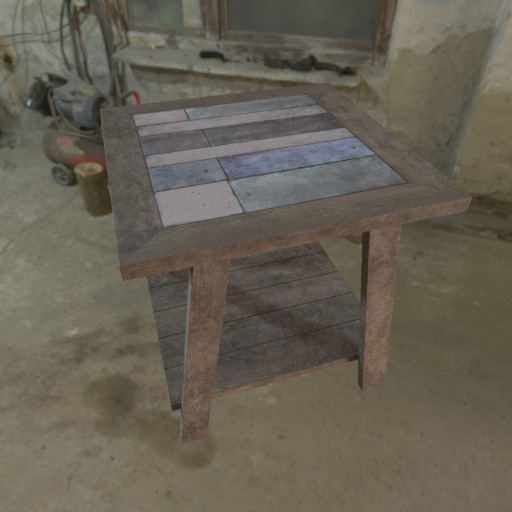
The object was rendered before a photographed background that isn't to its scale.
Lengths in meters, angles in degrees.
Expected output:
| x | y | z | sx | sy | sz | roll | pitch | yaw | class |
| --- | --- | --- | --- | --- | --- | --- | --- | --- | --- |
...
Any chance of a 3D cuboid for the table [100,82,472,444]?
| x | y | z | sx | sy | sz | roll | pitch | yaw | class |
| --- | --- | --- | --- | --- | --- | --- | --- | --- | --- |
| 0.000 | 0.000 | 1.131 | 0.610 | 0.610 | 0.610 | -12 | 42 | -13 | table |
